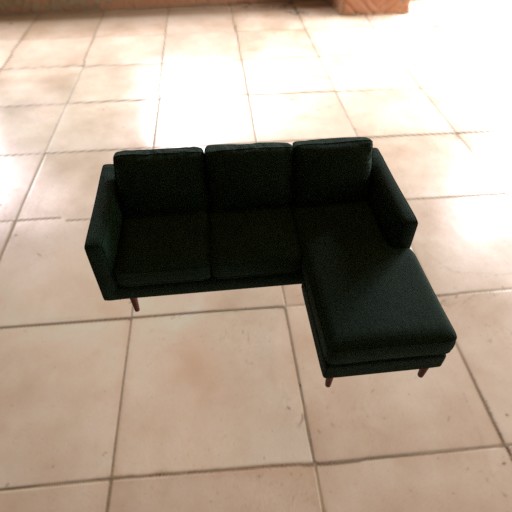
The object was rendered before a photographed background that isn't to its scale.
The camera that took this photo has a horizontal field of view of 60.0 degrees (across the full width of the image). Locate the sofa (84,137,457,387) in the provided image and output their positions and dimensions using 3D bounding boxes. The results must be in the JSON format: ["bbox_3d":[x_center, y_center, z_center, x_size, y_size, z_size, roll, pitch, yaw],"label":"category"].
[{"bbox_3d":[0.000,0.000,2.852,2.030,0.899,1.580,-5,46,-4],"label":"sofa"}]
